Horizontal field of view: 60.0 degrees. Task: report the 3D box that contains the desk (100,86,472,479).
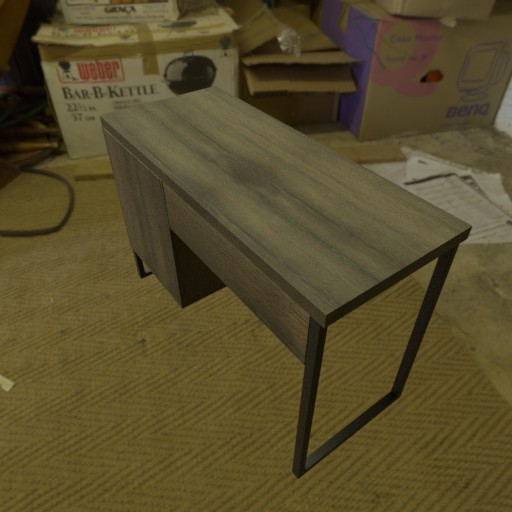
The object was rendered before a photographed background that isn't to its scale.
[{"bbox_3d":[0.000,0.000,1.543,0.511,0.752,1.134,-26,47,-27],"label":"desk"}]
